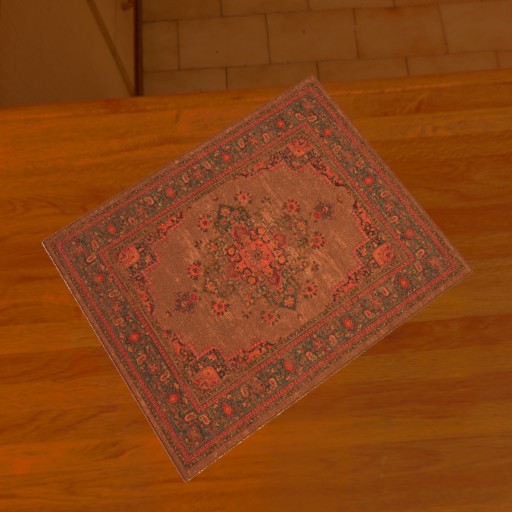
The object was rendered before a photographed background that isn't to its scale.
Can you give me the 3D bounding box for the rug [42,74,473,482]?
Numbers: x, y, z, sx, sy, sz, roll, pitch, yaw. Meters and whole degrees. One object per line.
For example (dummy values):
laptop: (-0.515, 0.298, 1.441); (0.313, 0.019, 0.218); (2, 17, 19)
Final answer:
rug: (0.000, 0.000, 3.988); (3.057, 0.013, 2.434); (-34, 79, -8)
